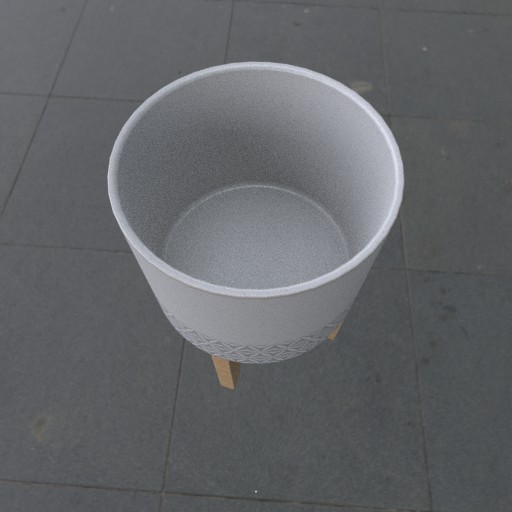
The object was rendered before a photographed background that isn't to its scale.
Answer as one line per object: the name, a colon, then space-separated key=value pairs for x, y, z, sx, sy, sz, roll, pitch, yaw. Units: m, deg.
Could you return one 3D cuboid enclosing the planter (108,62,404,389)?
planter: x=0.000 y=0.000 z=0.526 sx=0.249 sy=0.343 sz=0.249 roll=0 pitch=62 yaw=0
